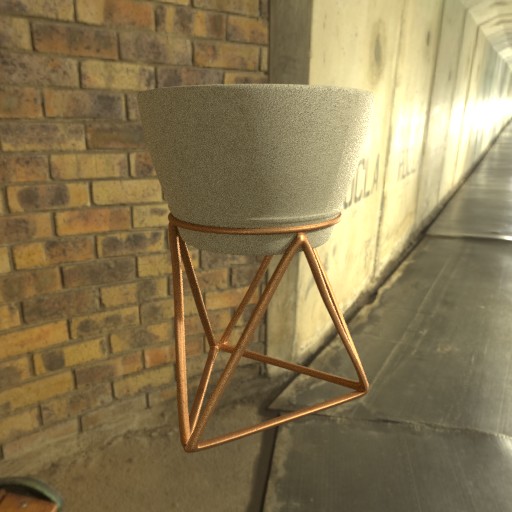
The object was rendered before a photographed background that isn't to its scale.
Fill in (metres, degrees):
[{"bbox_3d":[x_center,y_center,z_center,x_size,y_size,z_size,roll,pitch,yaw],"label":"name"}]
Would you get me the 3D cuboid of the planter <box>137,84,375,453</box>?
[{"bbox_3d":[0.000,0.000,0.740,0.350,0.504,0.350,-8,17,-27],"label":"planter"}]
